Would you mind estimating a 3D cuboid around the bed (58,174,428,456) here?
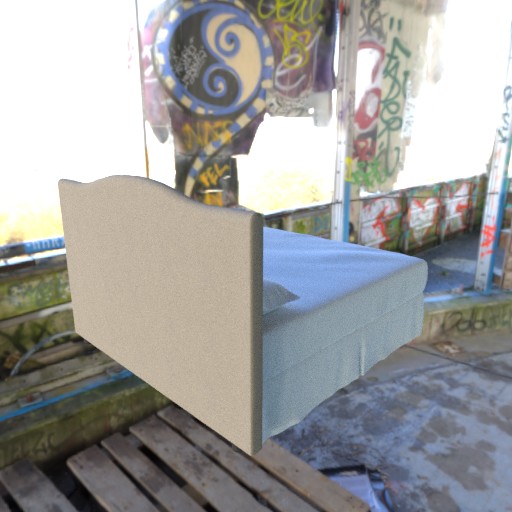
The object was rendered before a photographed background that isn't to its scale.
[{"bbox_3d":[0.000,0.000,3.541,2.083,1.421,2.182,15,22,43],"label":"bed"}]
